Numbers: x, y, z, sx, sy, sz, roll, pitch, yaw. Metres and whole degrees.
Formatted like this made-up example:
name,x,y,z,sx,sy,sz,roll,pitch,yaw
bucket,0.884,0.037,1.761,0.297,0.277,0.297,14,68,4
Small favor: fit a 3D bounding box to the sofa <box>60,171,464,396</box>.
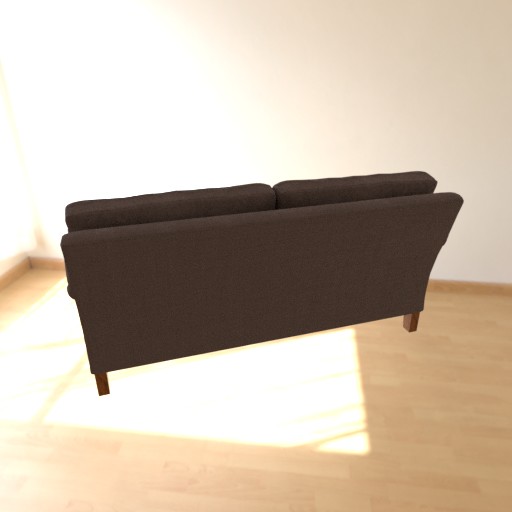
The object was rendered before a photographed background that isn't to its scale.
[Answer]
name,x,y,z,sx,sy,sz,roll,pitch,yaw
sofa,0.000,0.000,2.806,2.165,1.087,1.086,-8,26,-16
